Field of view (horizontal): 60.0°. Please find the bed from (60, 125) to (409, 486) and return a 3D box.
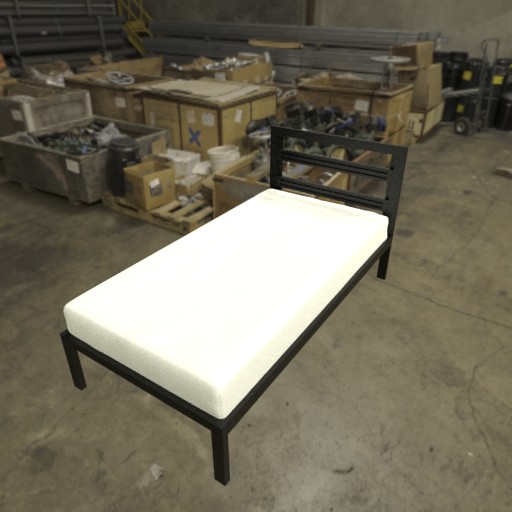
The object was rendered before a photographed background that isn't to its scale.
[{"bbox_3d":[0.000,0.000,2.533,0.991,0.967,1.930,19,35,29],"label":"bed"}]
